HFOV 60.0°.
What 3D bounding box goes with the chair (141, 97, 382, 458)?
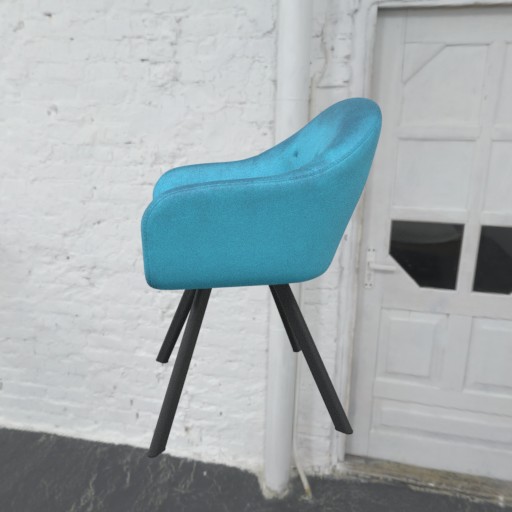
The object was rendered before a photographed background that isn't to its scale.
[{"bbox_3d":[0.000,0.000,1.147,0.570,0.780,0.540,-3,15,-10],"label":"chair"}]
